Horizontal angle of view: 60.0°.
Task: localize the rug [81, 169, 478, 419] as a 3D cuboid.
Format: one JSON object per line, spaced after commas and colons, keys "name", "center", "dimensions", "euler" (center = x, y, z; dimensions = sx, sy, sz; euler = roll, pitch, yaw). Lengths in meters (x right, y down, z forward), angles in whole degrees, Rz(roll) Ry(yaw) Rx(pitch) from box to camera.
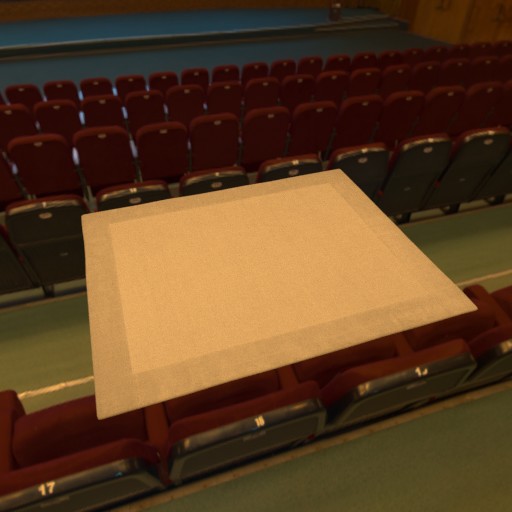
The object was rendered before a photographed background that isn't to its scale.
{"name": "rug", "center": [0.000, 0.000, 4.069], "dimensions": [2.976, 0.018, 2.430], "euler": [-12, 41, -15]}
